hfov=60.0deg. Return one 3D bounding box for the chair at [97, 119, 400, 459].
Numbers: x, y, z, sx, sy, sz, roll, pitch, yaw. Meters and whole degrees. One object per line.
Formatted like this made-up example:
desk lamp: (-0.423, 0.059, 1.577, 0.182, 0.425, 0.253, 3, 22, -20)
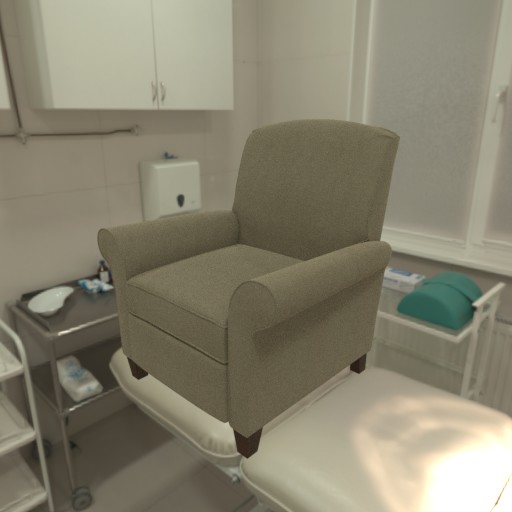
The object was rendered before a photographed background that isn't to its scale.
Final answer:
chair: (0.000, 0.000, 1.813, 0.978, 1.061, 0.905, 16, 24, 41)
